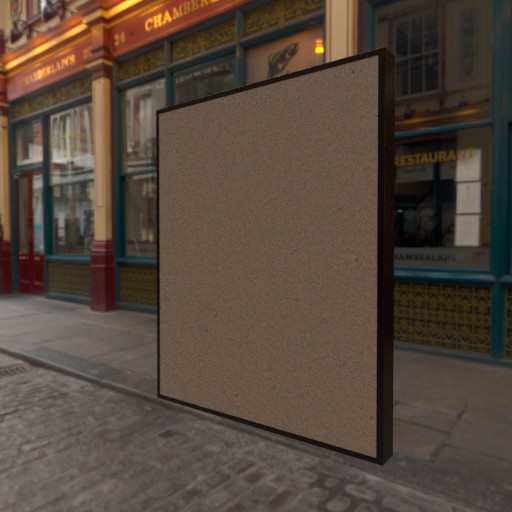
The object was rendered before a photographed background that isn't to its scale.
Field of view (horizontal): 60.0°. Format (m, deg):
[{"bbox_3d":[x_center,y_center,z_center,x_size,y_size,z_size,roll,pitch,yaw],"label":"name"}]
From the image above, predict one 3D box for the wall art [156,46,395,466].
[{"bbox_3d":[0.000,0.000,0.731,0.448,0.551,0.038,1,1,37],"label":"wall art"}]
